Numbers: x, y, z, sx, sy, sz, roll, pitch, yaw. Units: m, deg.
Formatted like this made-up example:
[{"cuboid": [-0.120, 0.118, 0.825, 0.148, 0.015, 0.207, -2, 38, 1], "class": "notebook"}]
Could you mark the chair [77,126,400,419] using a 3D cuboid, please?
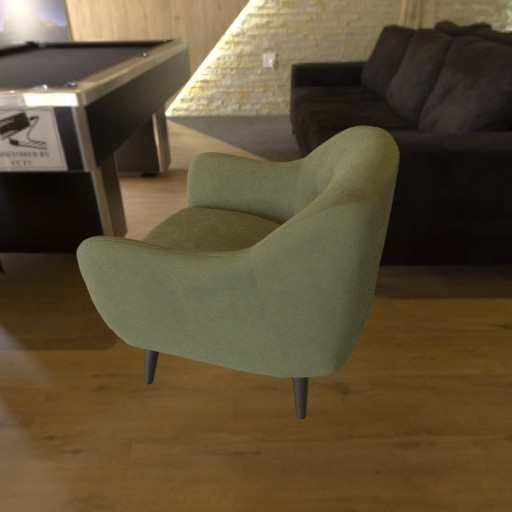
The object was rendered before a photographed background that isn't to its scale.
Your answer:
[{"cuboid": [0.000, 0.000, 1.499, 0.819, 0.804, 0.840, 8, 31, 14], "class": "chair"}]
